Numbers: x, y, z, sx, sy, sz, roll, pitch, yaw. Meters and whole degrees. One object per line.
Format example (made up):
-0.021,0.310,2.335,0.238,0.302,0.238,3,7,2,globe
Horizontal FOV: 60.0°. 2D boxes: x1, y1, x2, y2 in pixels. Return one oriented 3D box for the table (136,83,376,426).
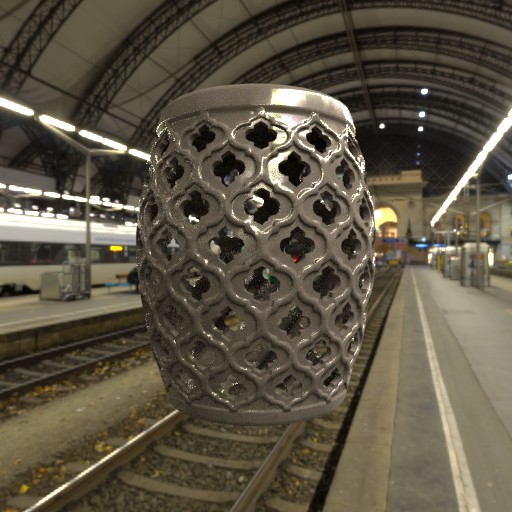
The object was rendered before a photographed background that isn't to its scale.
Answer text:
0.000,0.000,0.621,0.325,0.388,0.325,0,0,0,table
